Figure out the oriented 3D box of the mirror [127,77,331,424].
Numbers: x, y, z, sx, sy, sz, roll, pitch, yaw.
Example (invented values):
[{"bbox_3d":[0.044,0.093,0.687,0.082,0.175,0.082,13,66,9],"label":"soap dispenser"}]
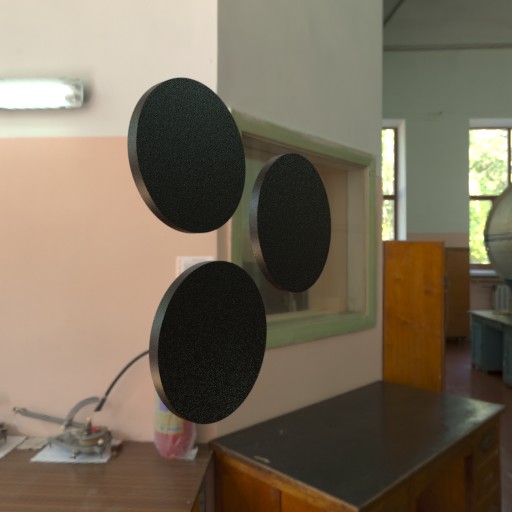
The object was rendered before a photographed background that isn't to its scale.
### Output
[{"bbox_3d":[0.000,0.000,3.181,0.076,2.096,2.160,0,0,37],"label":"mirror"}]
